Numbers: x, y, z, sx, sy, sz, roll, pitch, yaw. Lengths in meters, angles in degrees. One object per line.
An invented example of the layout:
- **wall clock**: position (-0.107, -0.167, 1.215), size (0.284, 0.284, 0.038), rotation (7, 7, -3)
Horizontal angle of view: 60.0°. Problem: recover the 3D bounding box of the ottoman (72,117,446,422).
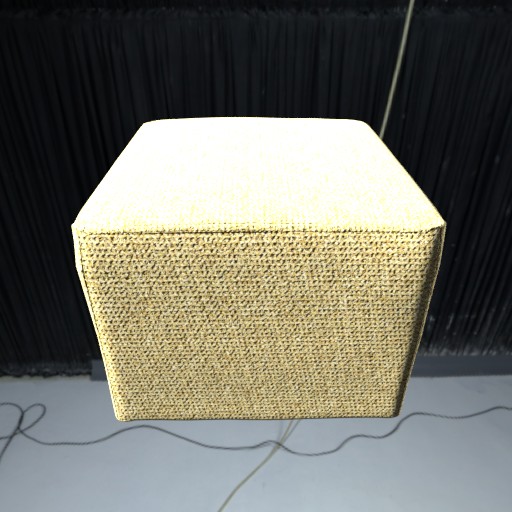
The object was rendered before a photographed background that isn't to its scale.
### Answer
- **ottoman**: position (0.000, 0.000, 0.880), size (0.505, 0.441, 0.512), rotation (0, 32, -1)
